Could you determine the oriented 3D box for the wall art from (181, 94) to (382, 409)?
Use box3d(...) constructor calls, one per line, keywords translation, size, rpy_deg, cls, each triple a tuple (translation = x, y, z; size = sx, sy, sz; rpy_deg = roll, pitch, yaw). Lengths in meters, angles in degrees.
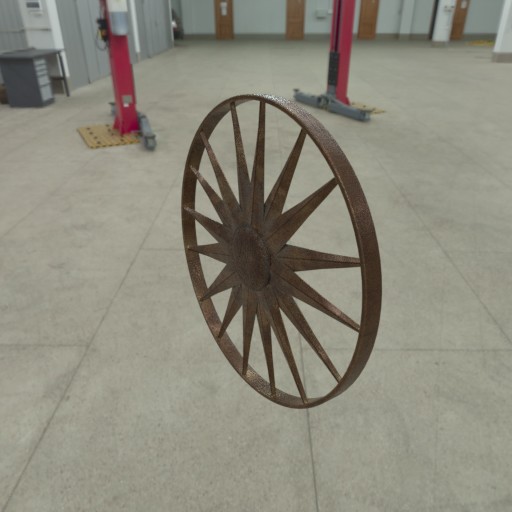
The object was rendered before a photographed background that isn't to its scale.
box3d(translation=(0.000, 0.000, 0.849), size=(0.084, 0.583, 0.582), rpy_deg=(-18, 34, -29), cls="wall art")
